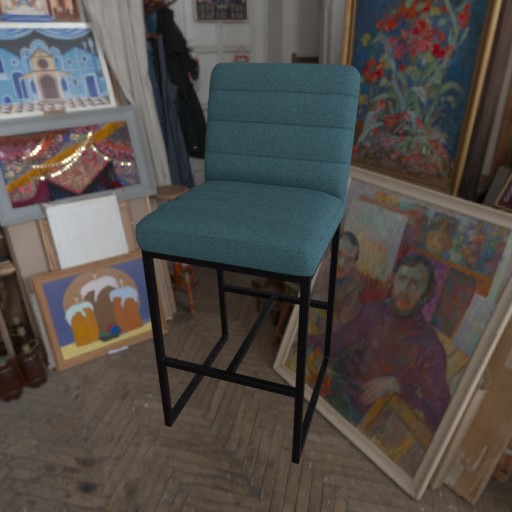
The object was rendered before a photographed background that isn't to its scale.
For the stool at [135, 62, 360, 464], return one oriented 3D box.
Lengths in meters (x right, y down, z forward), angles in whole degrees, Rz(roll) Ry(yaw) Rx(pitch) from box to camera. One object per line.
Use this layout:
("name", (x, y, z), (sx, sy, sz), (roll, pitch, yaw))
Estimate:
("stool", (0.000, 0.000, 1.331), (0.460, 1.040, 0.560), (9, 28, 17))
